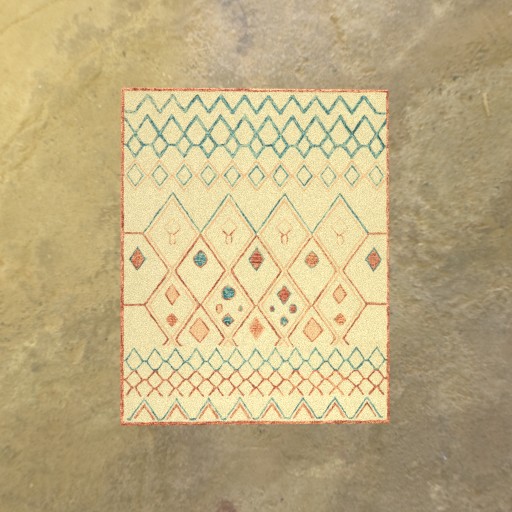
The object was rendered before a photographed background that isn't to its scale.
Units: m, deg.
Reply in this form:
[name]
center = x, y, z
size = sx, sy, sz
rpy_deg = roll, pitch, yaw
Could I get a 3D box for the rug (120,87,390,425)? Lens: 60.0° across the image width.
[rug]
center = 0.000, 0.000, 4.031
size = 2.441, 0.016, 3.050
rpy_deg = 0, 89, -1
